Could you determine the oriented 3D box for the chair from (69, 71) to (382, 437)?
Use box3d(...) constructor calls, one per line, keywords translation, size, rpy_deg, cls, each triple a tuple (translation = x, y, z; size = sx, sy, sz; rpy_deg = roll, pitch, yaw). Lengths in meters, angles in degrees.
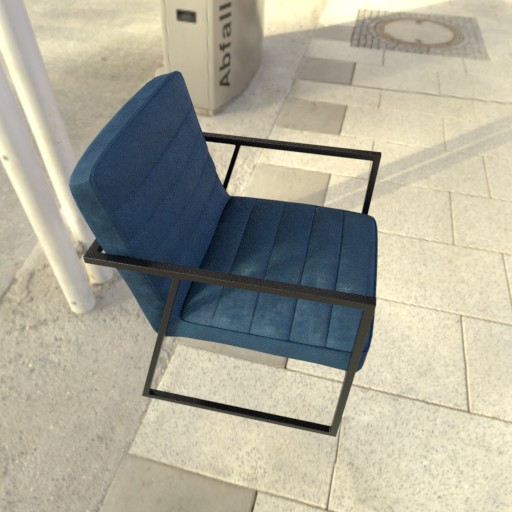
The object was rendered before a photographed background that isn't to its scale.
box3d(translation=(0.000, 0.000, 1.260), size=(0.677, 0.833, 0.571), rpy_deg=(9, 46, 9), cls="chair")
